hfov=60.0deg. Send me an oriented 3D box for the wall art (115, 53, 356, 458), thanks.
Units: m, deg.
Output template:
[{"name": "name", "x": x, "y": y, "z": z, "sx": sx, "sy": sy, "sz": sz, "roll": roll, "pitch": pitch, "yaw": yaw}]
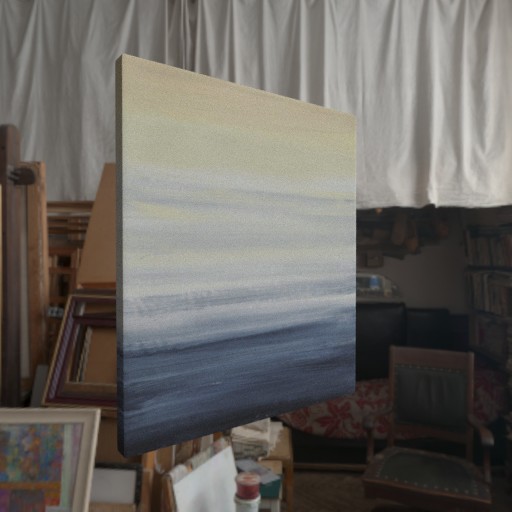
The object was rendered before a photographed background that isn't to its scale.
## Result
[{"name": "wall art", "x": 0.000, "y": 0.000, "z": 0.969, "sx": 0.608, "sy": 0.710, "sz": 0.041, "roll": -1, "pitch": 1, "yaw": -37}]
